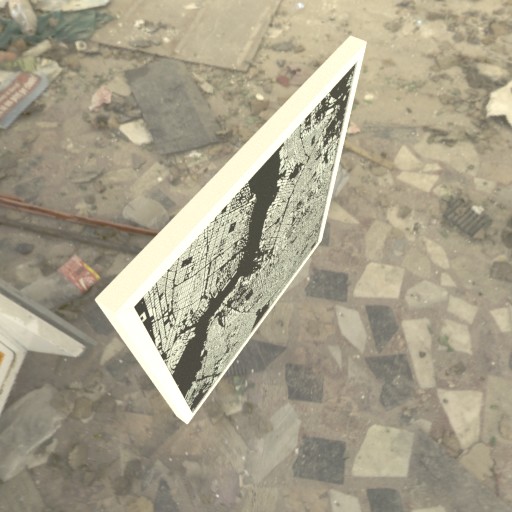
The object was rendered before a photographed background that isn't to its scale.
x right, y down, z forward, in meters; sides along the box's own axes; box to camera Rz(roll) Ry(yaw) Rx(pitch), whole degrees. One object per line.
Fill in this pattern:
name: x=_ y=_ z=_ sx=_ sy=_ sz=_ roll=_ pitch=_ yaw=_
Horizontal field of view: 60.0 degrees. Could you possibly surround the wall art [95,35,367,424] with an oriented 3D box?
wall art: x=0.000 y=0.000 z=1.107 sx=0.050 sy=0.762 sz=0.761 roll=30 pitch=63 yaw=17
